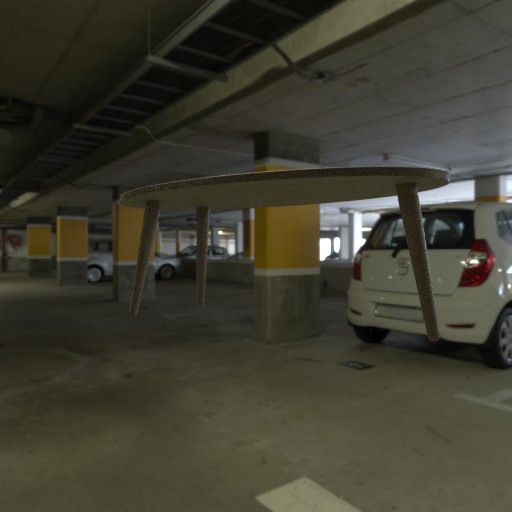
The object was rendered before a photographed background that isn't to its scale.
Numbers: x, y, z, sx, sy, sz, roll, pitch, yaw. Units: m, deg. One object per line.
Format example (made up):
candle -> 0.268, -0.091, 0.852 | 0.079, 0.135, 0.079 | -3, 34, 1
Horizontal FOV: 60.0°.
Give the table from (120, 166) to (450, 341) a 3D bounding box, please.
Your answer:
table -> 0.000, 0.000, 1.331 | 1.083, 0.390, 0.542 | 0, 1, 36
